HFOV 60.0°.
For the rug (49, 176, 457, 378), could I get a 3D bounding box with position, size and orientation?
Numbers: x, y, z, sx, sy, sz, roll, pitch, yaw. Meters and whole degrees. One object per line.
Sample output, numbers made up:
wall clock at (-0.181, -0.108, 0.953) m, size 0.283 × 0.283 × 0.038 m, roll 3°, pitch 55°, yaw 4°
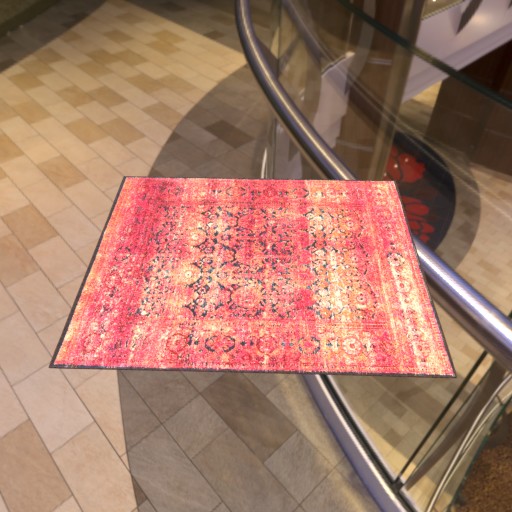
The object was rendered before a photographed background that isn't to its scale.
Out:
rug at (0.000, 0.000, 4.105) m, size 3.032 × 0.020 × 2.411 m, roll 1°, pitch 46°, yaw 1°
